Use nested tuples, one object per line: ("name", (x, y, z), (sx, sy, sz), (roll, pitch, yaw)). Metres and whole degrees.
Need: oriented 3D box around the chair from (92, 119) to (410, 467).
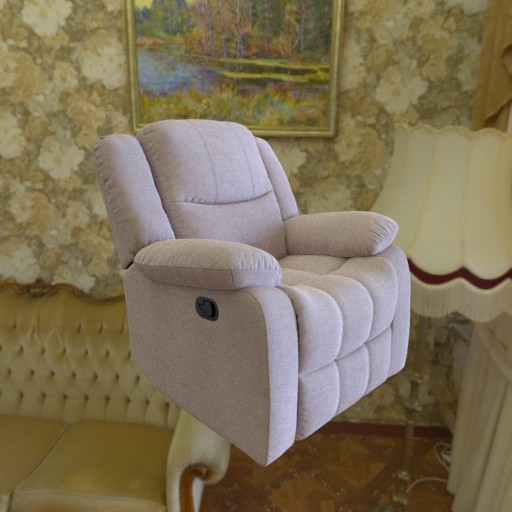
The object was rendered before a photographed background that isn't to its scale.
("chair", (0.000, 0.000, 1.682), (0.899, 1.008, 0.944), (-14, 20, -42))
